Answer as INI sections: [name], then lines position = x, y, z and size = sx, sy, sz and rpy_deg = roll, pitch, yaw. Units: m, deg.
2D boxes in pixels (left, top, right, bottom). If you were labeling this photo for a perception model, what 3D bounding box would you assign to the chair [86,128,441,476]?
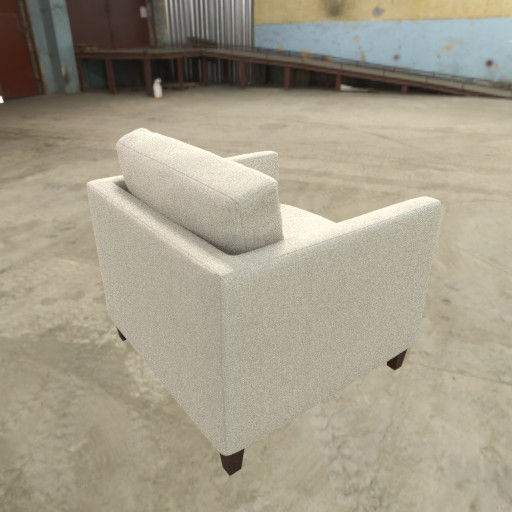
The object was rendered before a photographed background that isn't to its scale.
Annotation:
[chair]
position = 0.000, 0.000, 1.730
size = 0.959, 0.919, 0.996
rpy_deg = -18, 31, -33
